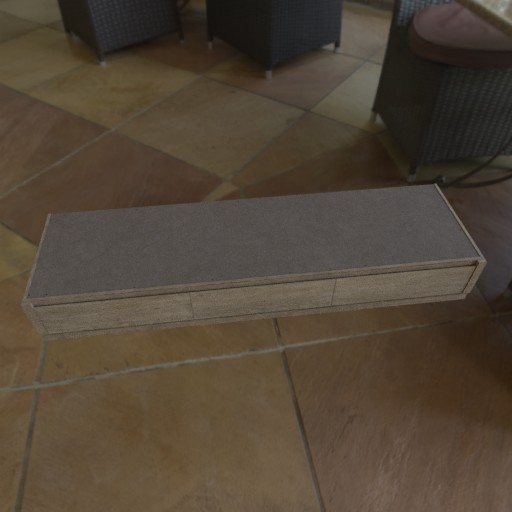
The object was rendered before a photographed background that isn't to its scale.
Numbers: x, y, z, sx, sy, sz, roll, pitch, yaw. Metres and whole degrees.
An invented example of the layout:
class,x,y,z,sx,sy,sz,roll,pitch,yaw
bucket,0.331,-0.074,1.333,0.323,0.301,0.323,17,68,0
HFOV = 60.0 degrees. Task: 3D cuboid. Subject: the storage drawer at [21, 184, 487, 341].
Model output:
class,x,y,z,sx,sy,sz,roll,pitch,yaw
storage drawer,0.000,0.000,2.254,2.072,0.274,0.591,-5,47,-5
